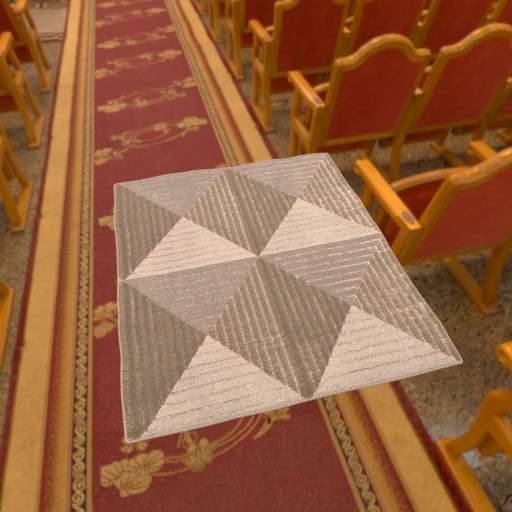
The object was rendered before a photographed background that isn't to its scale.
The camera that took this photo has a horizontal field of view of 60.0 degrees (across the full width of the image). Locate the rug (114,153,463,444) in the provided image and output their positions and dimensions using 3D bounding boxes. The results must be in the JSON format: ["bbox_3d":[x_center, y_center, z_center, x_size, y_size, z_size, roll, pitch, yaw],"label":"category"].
[{"bbox_3d":[0.000,0.000,0.894,0.551,0.008,0.642,-10,47,-10],"label":"rug"}]
